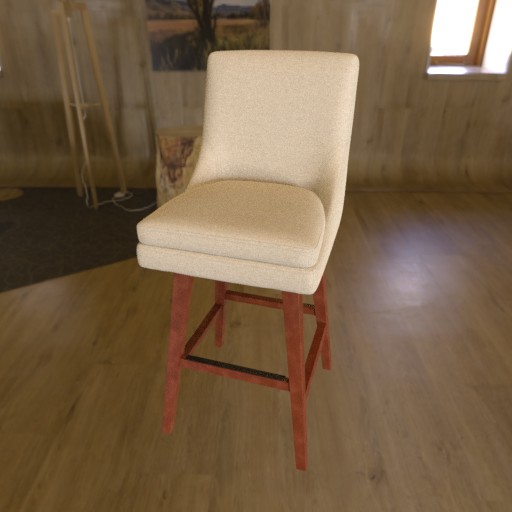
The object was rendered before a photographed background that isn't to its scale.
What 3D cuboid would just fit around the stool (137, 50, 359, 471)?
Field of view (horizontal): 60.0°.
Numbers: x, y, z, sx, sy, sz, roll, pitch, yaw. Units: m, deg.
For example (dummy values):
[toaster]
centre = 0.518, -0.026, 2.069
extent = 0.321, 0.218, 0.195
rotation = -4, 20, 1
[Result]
[stool]
centre = 0.000, 0.000, 1.325
extent = 0.470, 1.092, 0.559
rotation = 8, 29, 16
